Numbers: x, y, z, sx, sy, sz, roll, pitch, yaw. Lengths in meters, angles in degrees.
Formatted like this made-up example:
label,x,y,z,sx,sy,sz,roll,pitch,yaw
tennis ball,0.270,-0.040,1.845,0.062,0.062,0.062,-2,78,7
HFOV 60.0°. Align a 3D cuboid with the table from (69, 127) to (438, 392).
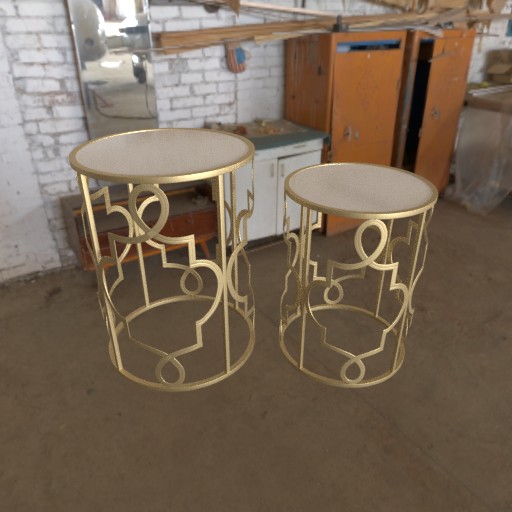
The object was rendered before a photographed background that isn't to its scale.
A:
label,x,y,z,sx,sy,sz,roll,pitch,yaw
table,0.000,0.000,1.162,0.846,0.564,0.420,1,29,2
